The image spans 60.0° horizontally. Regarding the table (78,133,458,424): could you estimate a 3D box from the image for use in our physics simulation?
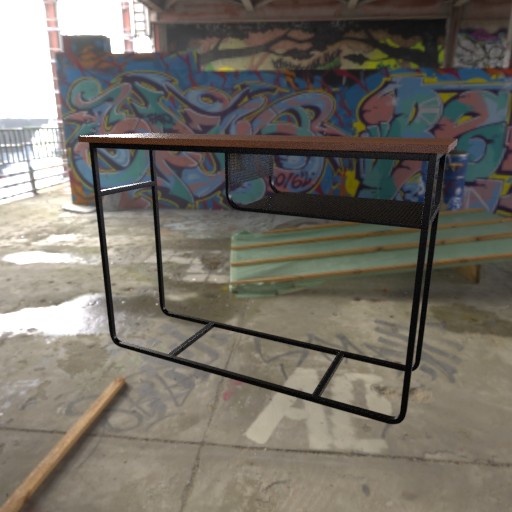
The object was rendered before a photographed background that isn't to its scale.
[{"bbox_3d":[0.000,0.000,1.449,1.100,0.750,0.350,8,19,25],"label":"table"}]
